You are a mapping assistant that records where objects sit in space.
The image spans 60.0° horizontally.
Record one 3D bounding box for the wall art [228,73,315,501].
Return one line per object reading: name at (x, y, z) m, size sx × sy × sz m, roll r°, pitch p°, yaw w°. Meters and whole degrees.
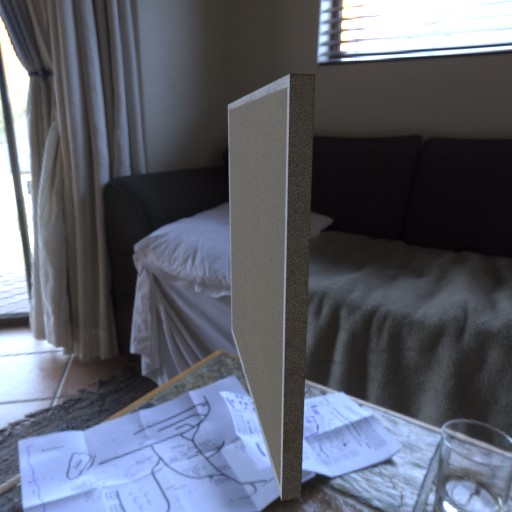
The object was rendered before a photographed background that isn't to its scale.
wall art at (0.000, 0.000, 1.105) m, size 0.038 × 0.757 × 0.760 m, roll -3°, pitch 16°, yaw -10°
